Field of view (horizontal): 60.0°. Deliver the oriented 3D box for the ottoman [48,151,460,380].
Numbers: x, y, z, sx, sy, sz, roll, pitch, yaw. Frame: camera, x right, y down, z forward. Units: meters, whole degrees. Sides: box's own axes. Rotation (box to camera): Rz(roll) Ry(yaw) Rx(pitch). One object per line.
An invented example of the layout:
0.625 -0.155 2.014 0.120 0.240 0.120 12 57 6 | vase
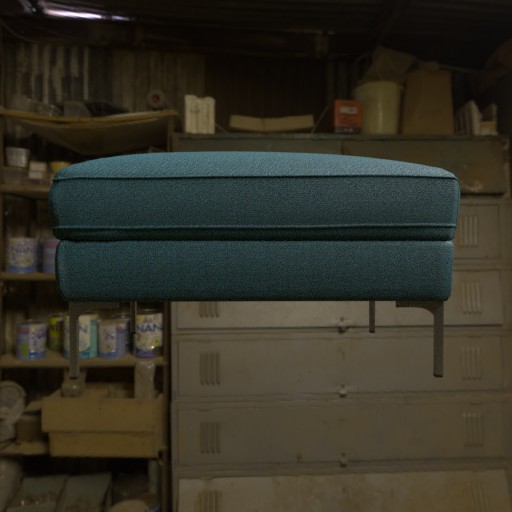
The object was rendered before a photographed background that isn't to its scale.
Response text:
0.000 0.000 1.161 0.856 0.498 0.563 0 1 -1 | ottoman
